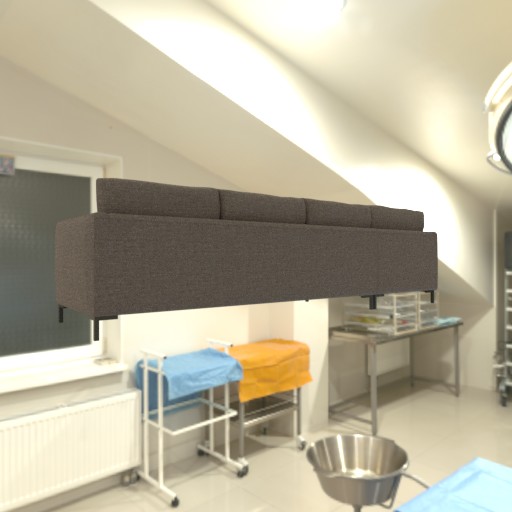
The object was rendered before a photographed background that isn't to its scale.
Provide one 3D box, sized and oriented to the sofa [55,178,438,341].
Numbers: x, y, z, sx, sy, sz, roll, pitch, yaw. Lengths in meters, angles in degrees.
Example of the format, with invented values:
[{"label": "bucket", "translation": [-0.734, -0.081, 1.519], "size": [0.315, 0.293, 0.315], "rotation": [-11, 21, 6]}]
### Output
[{"label": "sofa", "translation": [0.000, 0.000, 3.224], "size": [2.731, 0.754, 1.258], "rotation": [0, 0, -36]}]
